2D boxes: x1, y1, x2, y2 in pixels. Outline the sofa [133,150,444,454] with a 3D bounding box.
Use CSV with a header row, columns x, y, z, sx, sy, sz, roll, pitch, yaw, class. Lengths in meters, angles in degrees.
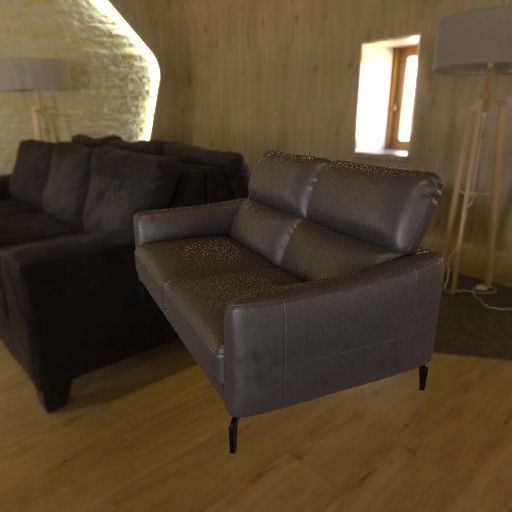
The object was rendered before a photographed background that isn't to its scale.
x,y,z,sx,sy,sz,roll,pitch,yaw,class
0.000,0.000,2.207,0.958,0.920,1.596,-8,19,-25,sofa
